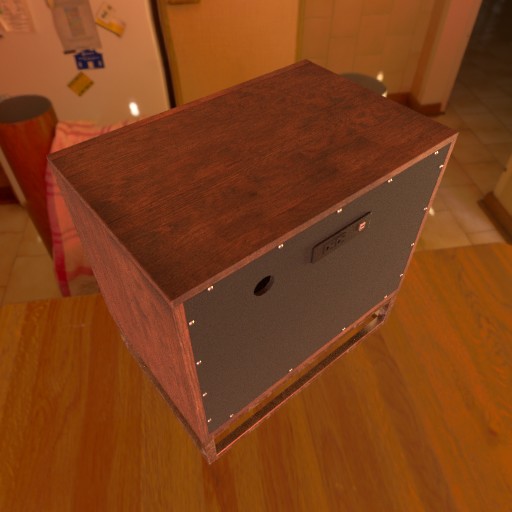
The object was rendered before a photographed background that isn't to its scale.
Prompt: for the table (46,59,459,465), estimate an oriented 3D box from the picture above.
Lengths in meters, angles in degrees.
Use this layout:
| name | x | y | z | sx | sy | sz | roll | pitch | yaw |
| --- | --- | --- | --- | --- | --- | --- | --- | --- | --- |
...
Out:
| name | x | y | z | sx | sy | sz | roll | pitch | yaw |
| --- | --- | --- | --- | --- | --- | --- | --- | --- | --- |
| table | 0.000 | 0.000 | 1.255 | 0.767 | 0.746 | 0.542 | -31 | 54 | -26 |
